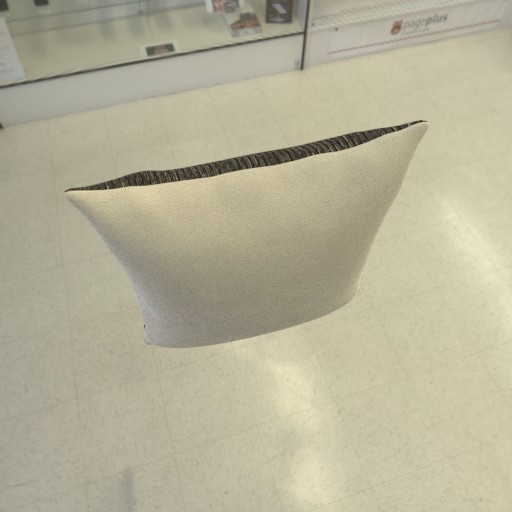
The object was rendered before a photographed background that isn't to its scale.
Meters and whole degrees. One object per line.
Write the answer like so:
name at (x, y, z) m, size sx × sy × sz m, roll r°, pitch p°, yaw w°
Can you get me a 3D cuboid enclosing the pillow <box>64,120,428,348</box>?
pillow at (0.000, 0.000, 0.686) m, size 0.433 × 0.434 × 0.196 m, roll -13°, pitch 58°, yaw -8°
